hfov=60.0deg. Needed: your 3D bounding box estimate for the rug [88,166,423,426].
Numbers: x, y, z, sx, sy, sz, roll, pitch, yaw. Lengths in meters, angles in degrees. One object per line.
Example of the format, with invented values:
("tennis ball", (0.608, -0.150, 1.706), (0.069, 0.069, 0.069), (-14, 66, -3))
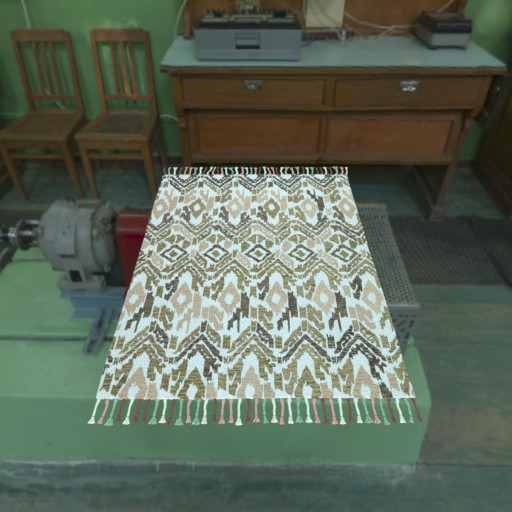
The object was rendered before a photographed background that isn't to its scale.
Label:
("rug", (0.000, 0.000, 2.248), (1.219, 0.008, 1.829), (0, 40, 0))
